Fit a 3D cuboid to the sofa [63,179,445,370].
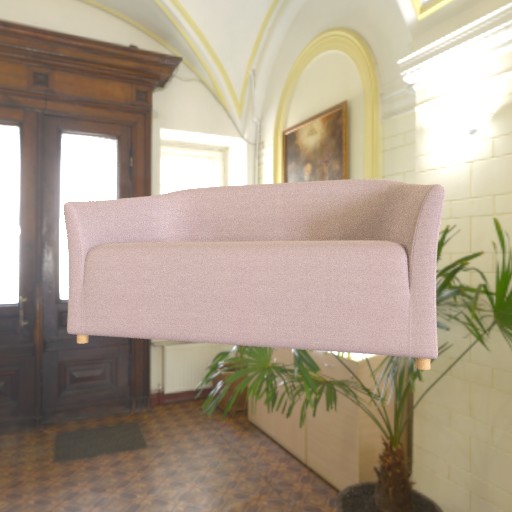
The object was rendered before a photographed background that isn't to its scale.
[{"bbox_3d":[0.000,0.000,1.913,1.452,0.721,0.705,0,0,18],"label":"sofa"}]
